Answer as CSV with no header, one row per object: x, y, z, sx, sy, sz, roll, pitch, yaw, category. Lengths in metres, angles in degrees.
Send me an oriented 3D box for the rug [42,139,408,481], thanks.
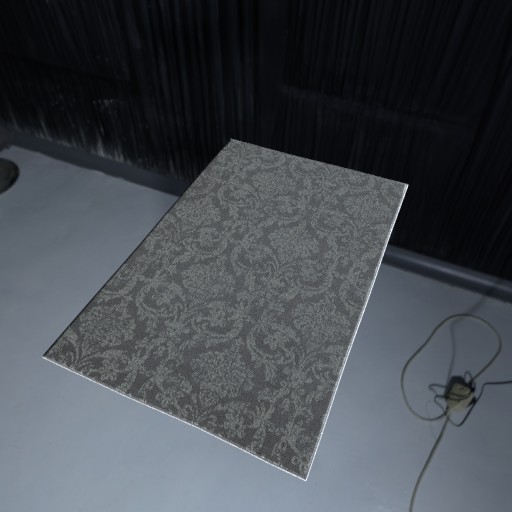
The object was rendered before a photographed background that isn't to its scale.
0.000,0.000,3.462,1.819,0.018,2.746,18,50,16,rug
